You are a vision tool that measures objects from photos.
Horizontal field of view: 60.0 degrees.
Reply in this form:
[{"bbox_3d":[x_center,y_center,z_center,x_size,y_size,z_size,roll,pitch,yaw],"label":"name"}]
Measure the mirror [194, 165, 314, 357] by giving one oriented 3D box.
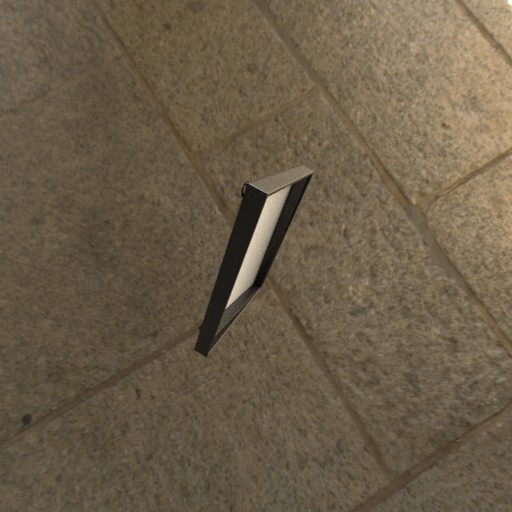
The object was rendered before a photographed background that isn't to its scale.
[{"bbox_3d":[0.000,0.000,0.850,0.032,0.679,0.419,29,78,7],"label":"mirror"}]
